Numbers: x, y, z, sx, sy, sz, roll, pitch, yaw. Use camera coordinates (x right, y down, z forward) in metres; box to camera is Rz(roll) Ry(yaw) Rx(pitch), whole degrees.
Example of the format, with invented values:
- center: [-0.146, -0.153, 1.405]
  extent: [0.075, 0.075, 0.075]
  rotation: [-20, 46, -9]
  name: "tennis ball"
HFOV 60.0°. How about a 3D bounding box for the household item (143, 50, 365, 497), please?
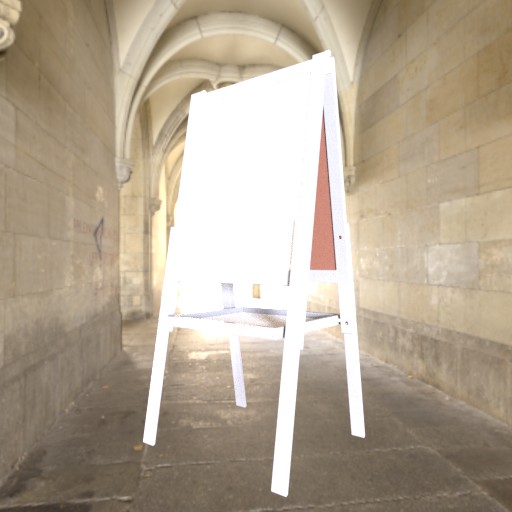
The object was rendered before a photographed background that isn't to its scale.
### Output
- center: [0.000, 0.000, 1.420]
  extent: [0.531, 1.172, 0.469]
  rotation: [-1, -1, 37]
  name: "household item"
